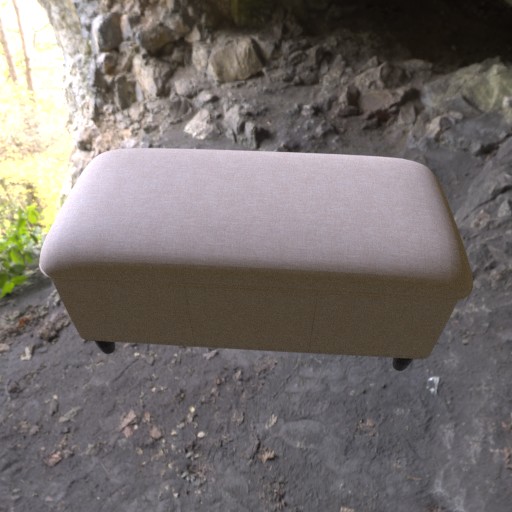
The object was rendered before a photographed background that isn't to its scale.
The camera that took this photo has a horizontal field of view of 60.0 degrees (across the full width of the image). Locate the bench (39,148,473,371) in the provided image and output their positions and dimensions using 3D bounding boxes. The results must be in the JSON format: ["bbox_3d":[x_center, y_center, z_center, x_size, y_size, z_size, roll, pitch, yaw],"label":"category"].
[{"bbox_3d":[0.000,0.000,1.234,0.991,0.483,0.483,3,46,3],"label":"bench"}]
